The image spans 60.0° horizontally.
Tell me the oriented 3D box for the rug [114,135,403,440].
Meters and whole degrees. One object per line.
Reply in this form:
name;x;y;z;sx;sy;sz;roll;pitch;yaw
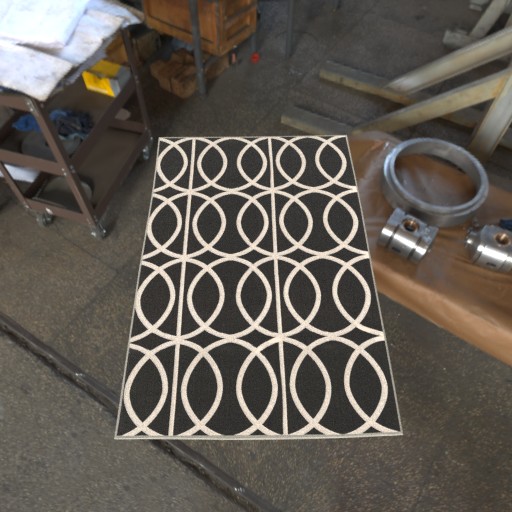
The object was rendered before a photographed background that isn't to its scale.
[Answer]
rug;0.000;0.000;2.947;1.528;0.014;2.294;-1;57;-1
